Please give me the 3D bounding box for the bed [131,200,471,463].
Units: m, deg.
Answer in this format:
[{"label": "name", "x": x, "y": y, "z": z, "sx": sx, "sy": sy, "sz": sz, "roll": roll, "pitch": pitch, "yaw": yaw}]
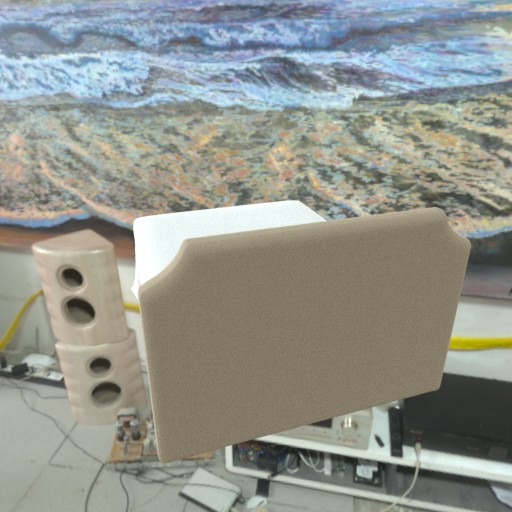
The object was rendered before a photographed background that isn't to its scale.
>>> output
[{"label": "bed", "x": 0.000, "y": 0.000, "z": 3.315, "sx": 1.828, "sy": 1.301, "sz": 2.204, "roll": -8, "pitch": 27, "yaw": -17}]
